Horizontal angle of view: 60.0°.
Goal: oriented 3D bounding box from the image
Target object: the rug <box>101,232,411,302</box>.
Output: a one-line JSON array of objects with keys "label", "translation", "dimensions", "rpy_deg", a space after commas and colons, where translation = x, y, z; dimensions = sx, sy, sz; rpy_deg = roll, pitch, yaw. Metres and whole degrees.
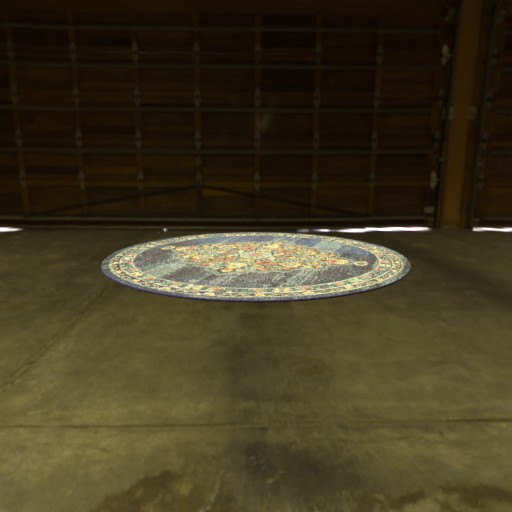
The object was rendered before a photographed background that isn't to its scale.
[{"label": "rug", "translation": [0.000, 0.000, 2.401], "dimensions": [1.591, 0.010, 1.591], "rpy_deg": [0, 12, 0]}]
